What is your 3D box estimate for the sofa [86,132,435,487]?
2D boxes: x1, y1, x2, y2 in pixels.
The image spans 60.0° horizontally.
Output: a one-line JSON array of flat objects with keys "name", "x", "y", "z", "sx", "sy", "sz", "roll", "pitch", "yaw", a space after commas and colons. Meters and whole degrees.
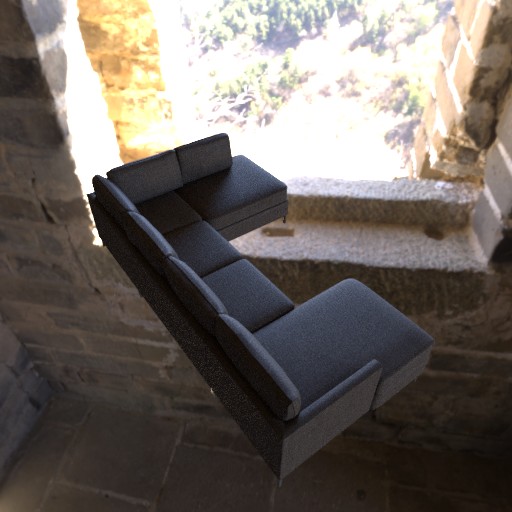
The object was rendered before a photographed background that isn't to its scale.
[{"name": "sofa", "x": 0.000, "y": 0.000, "z": 4.310, "sx": 2.048, "sy": 0.999, "sz": 3.423, "roll": -26, "pitch": 48, "yaw": -26}]
